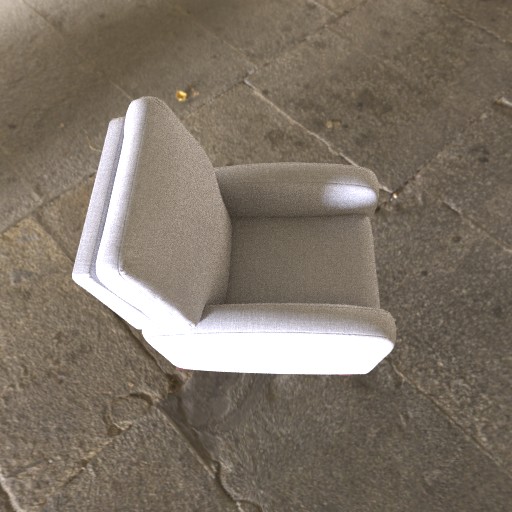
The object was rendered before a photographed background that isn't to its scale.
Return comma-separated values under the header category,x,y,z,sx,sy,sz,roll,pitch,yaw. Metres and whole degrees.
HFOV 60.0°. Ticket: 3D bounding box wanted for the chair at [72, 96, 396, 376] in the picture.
category,x,y,z,sx,sy,sz,roll,pitch,yaw
chair,0.000,0.000,1.689,0.990,0.990,0.762,2,62,1
